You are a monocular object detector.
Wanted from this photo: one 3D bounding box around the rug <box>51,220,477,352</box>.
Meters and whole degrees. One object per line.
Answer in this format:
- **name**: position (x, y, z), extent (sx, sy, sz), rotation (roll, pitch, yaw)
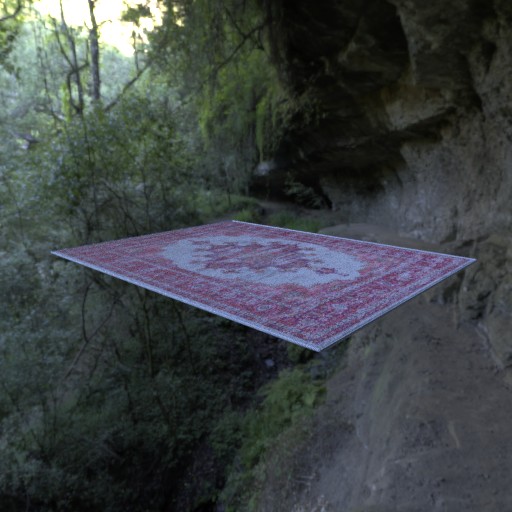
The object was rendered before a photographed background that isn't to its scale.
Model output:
- **rug**: position (0.000, 0.000, 4.096), extent (3.123, 0.017, 2.447), rotation (13, 19, 41)
